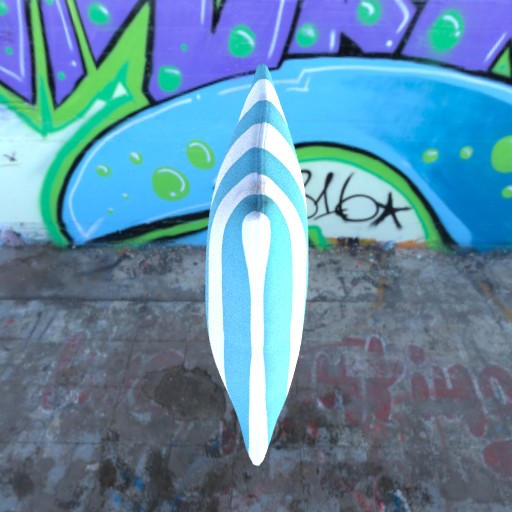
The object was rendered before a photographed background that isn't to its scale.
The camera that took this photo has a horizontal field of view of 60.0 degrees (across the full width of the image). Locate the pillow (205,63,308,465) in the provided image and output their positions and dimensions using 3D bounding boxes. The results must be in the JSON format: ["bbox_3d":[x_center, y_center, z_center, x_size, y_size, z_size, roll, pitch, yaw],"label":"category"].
[{"bbox_3d":[0.000,0.000,0.818,0.189,0.526,0.536,0,40,0],"label":"pillow"}]
